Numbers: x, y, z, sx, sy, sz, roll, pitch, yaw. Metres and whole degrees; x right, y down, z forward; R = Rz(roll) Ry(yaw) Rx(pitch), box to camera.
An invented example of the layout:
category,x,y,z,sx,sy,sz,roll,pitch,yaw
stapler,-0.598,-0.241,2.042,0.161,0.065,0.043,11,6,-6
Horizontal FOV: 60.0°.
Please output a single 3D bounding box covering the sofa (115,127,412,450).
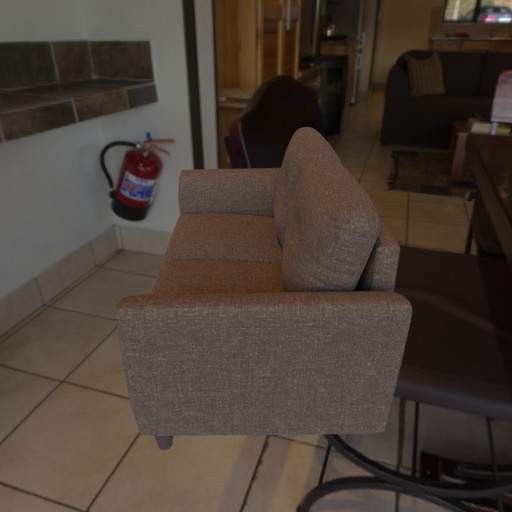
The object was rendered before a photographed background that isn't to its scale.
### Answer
category,x,y,z,sx,sy,sz,roll,pitch,yaw
sofa,0.000,0.000,1.929,0.851,0.885,1.423,0,27,-1
